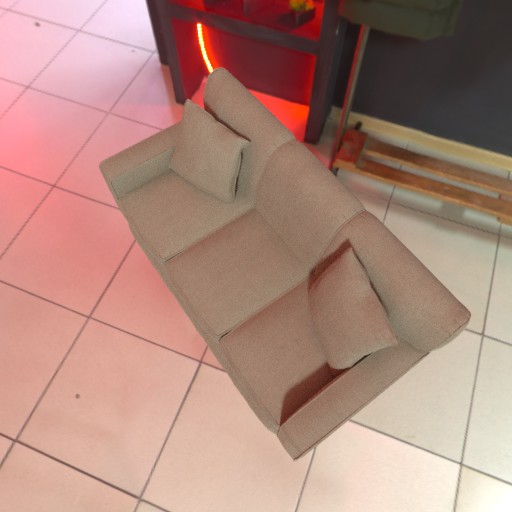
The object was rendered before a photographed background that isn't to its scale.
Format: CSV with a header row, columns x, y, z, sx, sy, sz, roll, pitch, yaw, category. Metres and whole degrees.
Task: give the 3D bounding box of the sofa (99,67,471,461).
x,y,z,sx,sy,sz,roll,pitch,yaw,category
0.000,0.000,2.579,0.997,0.958,2.024,-33,67,-16,sofa
